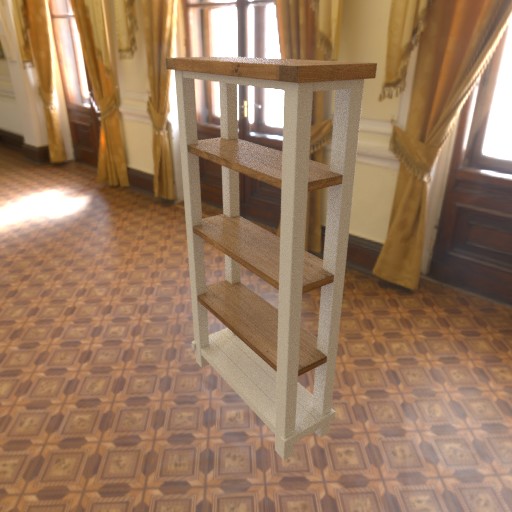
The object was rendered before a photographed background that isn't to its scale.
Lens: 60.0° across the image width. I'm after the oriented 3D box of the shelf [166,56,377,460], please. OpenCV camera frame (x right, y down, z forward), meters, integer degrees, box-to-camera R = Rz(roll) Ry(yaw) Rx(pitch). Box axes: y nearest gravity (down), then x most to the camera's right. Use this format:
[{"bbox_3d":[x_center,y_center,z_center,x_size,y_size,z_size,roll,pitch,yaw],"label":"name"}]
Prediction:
[{"bbox_3d":[0.000,0.000,2.321,0.381,1.878,1.022,-17,30,-31],"label":"shelf"}]
